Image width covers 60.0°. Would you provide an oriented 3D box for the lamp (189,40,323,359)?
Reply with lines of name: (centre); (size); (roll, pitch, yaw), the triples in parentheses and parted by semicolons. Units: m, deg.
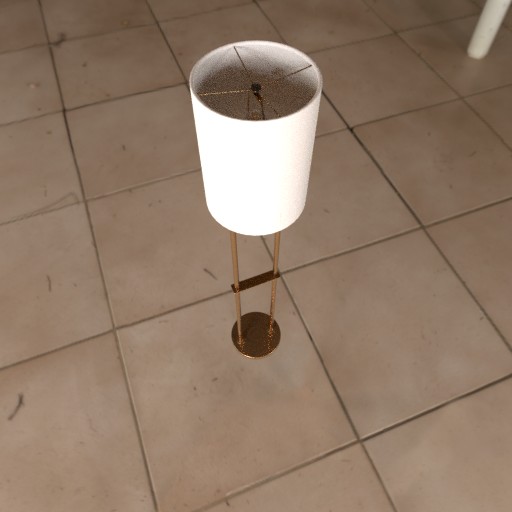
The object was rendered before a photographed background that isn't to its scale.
lamp: (0.000, 0.000, 1.647); (0.306, 1.500, 0.305); (-19, 59, -12)
